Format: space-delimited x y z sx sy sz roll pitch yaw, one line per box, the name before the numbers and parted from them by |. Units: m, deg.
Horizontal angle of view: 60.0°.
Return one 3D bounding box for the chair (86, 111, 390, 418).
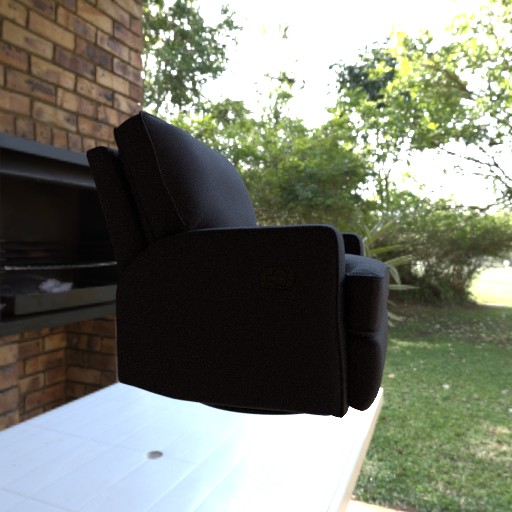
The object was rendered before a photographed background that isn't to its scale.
chair | 0.000 0.000 1.686 0.964 0.962 0.861 0 1 18
